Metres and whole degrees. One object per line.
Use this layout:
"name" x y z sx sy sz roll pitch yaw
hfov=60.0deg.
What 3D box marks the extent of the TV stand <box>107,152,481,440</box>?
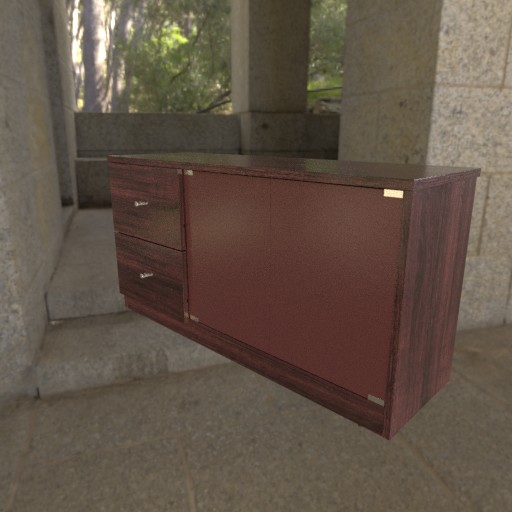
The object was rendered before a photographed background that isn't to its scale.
"TV stand" 0.000 0.000 1.461 1.192 0.614 0.404 15 22 42
